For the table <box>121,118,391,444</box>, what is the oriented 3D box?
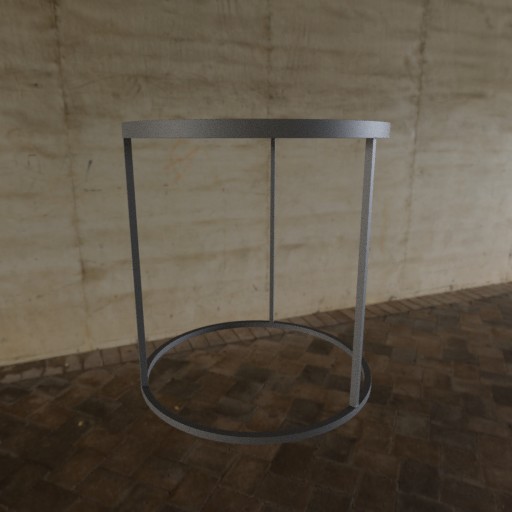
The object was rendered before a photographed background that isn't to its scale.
[{"bbox_3d":[0.000,0.000,0.870,0.470,0.498,0.470,0,15,0],"label":"table"}]
